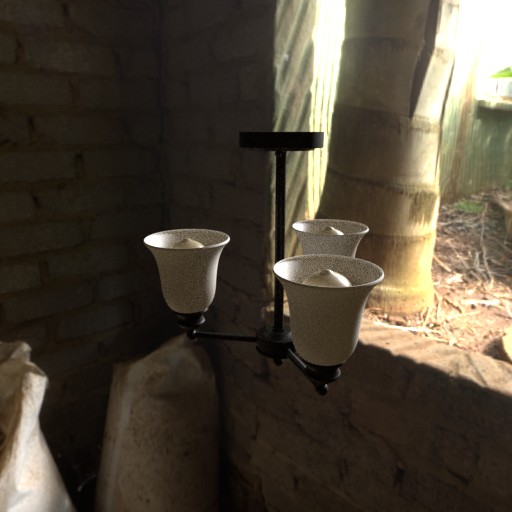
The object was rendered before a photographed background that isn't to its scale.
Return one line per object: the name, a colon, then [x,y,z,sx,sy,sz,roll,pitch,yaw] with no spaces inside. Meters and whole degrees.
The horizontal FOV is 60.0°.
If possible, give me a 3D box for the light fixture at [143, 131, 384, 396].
light fixture: [0.000,0.000,0.685,0.354,0.370,0.388,3,16,9]
